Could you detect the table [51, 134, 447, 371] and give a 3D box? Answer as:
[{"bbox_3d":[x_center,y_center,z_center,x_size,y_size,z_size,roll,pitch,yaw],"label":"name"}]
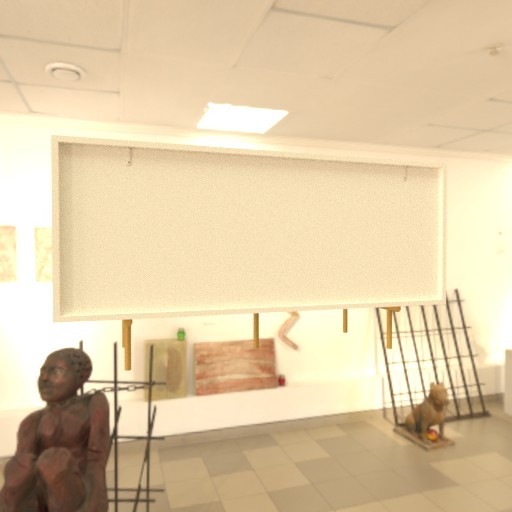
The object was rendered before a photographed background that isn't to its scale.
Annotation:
[{"bbox_3d":[0.000,0.000,1.853,1.500,0.769,0.508,0,1,-18],"label":"table"}]
